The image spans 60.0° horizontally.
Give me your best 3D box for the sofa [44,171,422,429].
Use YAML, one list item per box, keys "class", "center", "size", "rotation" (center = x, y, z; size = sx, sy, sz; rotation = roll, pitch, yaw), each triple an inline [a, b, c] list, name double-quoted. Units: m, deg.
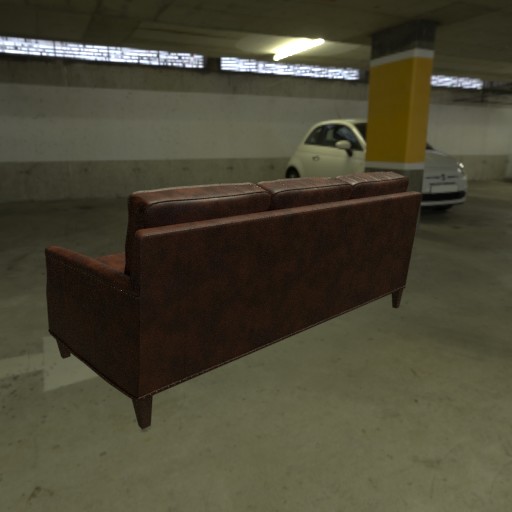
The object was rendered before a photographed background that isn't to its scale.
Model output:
- class: "sofa"
  center: [0.000, 0.000, 2.781]
  size: [2.240, 1.003, 1.084]
  rotation: [-13, 19, -42]
